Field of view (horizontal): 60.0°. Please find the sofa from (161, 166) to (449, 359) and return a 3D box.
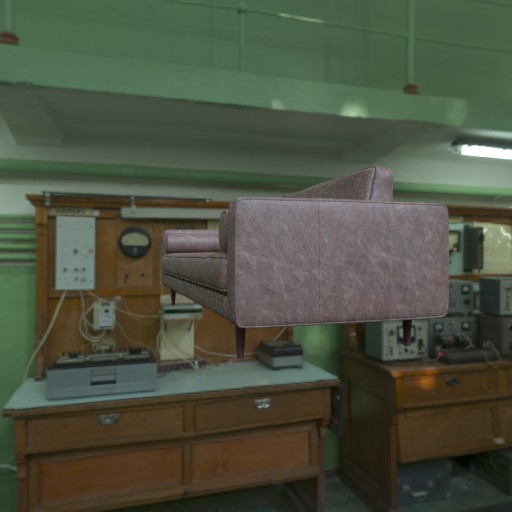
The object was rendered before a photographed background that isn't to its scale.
[{"bbox_3d":[0.000,0.000,2.657,0.914,0.762,2.210,0,0,-18],"label":"sofa"}]
